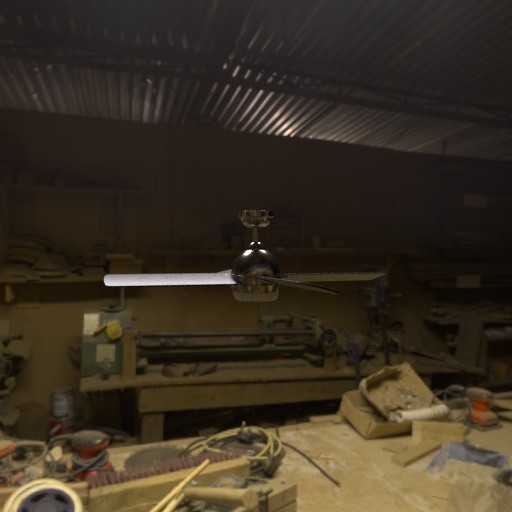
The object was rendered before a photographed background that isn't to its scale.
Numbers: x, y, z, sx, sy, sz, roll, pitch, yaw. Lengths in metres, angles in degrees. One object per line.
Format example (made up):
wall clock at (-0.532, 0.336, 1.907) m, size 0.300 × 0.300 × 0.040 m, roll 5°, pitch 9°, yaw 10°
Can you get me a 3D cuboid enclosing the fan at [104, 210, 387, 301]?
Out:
fan at (0.000, 0.000, 2.051) m, size 1.332 × 0.403 × 1.332 m, roll 0°, pitch 0°, yaw -18°
